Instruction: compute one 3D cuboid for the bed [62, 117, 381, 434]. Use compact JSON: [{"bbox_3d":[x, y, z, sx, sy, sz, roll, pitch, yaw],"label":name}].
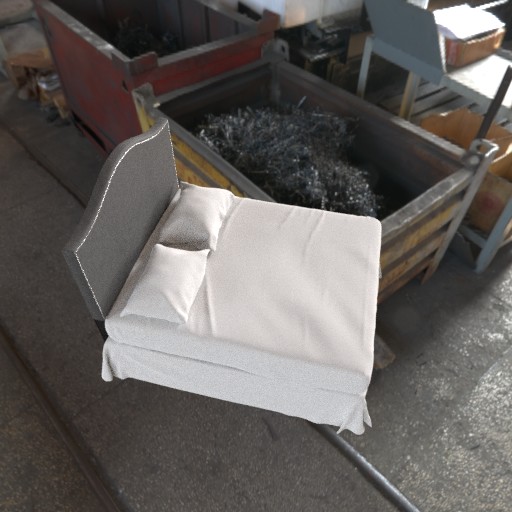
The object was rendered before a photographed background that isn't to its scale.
[{"bbox_3d":[0.000,0.000,3.524,2.221,1.645,1.876,10,49,9],"label":"bed"}]
